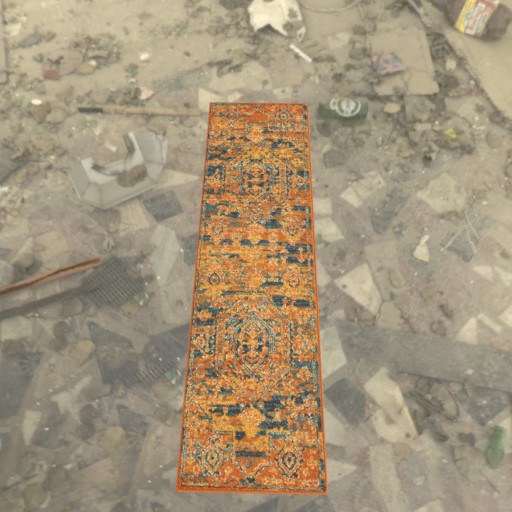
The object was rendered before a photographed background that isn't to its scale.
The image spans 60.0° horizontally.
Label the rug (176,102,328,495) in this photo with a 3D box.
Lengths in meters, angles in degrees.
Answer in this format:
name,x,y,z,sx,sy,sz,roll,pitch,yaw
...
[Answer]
name,x,y,z,sx,sy,sz,roll,pitch,yaw
rug,0.000,0.000,2.408,0.651,0.016,2.274,1,63,0
